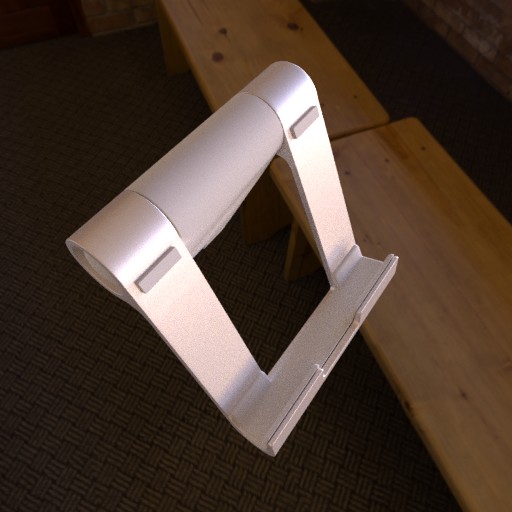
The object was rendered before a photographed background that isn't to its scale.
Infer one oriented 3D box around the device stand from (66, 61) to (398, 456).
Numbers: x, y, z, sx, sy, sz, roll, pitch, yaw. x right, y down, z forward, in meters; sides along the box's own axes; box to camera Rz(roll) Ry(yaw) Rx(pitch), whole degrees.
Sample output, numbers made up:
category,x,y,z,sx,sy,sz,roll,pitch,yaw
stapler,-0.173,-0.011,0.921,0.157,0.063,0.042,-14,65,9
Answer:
category,x,y,z,sx,sy,sz,roll,pitch,yaw
device stand,0.000,0.000,0.150,0.079,0.084,0.086,32,63,18
